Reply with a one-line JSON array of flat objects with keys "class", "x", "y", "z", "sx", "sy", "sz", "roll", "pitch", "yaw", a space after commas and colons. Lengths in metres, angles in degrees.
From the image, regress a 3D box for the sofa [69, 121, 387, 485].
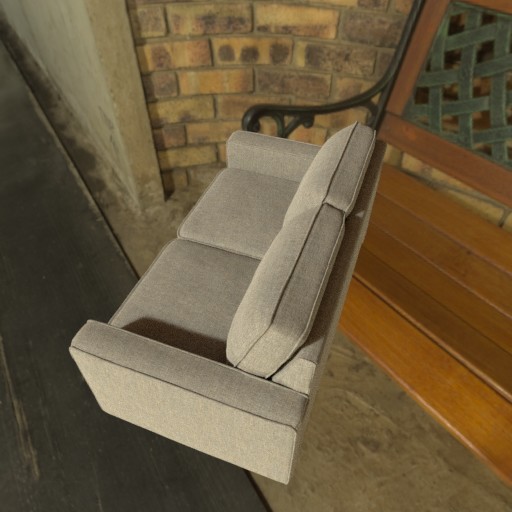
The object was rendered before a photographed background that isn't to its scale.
[{"class": "sofa", "x": 0.000, "y": 0.000, "z": 2.217, "sx": 0.945, "sy": 0.915, "sz": 1.706, "roll": 15, "pitch": 48, "yaw": 14}]
